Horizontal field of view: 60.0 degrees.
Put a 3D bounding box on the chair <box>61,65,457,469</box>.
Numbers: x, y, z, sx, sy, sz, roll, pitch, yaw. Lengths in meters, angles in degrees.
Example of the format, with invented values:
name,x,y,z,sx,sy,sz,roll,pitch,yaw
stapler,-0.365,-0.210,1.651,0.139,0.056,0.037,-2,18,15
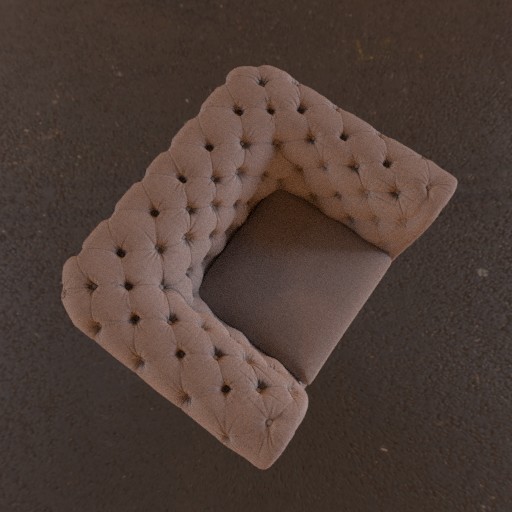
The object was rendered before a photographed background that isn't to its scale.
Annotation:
name,x,y,z,sx,sy,sz,roll,pitch,yaw
chair,0.000,0.000,1.882,0.976,0.770,1.270,35,78,9
